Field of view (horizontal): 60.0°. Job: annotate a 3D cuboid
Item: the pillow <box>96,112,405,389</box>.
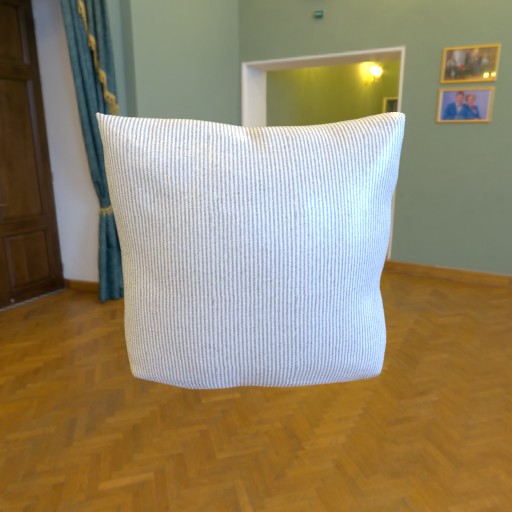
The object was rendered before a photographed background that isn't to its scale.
[{"bbox_3d":[0.000,0.000,0.699,0.387,0.432,0.310,8,17,27],"label":"pillow"}]
